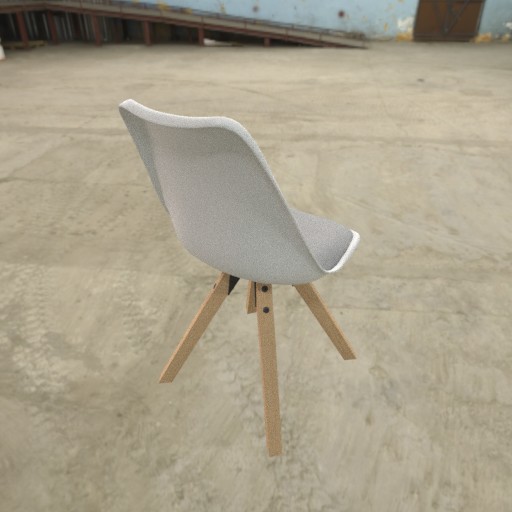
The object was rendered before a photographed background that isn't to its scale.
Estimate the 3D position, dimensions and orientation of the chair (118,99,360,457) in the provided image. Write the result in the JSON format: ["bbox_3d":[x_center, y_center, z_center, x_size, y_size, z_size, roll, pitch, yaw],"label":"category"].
[{"bbox_3d":[0.000,0.000,1.173,0.485,0.850,0.550,21,37,31],"label":"chair"}]
